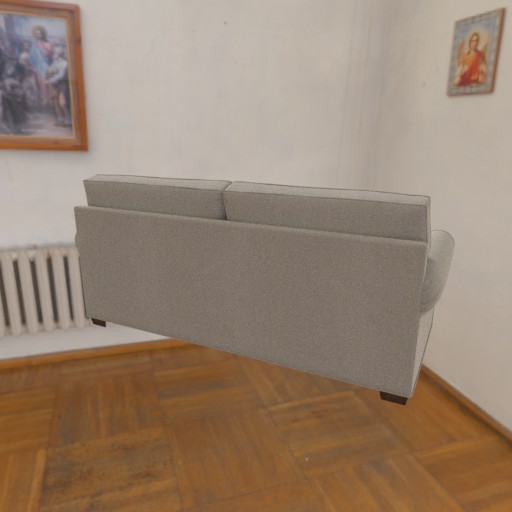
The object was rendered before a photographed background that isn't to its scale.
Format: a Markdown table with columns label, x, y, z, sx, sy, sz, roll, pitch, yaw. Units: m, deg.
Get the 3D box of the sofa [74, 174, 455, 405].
| label | x | y | z | sx | sy | sz | roll | pitch | yaw |
| --- | --- | --- | --- | --- | --- | --- | --- | --- | --- |
| sofa | 0.000 | 0.000 | 2.676 | 2.146 | 0.962 | 0.901 | 8 | 18 | 25 |
